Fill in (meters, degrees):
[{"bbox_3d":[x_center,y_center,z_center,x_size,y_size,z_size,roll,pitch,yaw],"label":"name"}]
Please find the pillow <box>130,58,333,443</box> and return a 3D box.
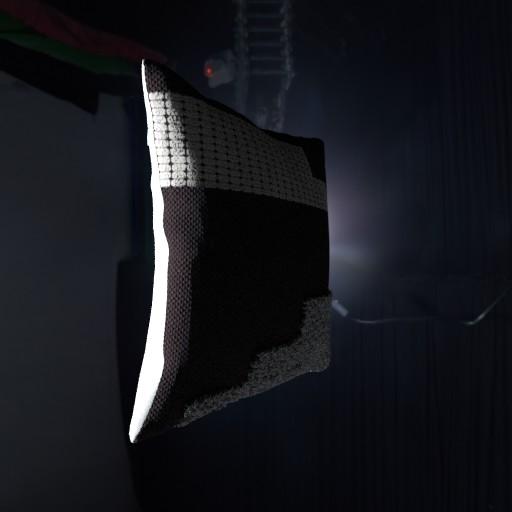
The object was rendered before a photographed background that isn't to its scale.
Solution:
[{"bbox_3d":[0.000,0.000,0.718,0.178,0.473,0.475,1,1,36],"label":"pillow"}]
